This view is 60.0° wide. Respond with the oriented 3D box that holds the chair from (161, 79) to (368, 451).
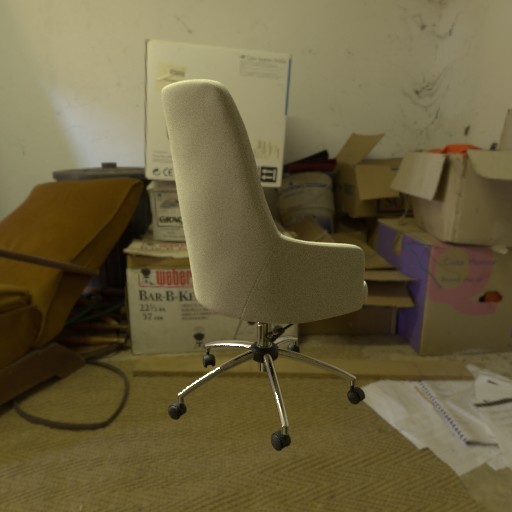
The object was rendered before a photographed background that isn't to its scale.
[{"bbox_3d":[0.000,0.000,1.475,0.640,1.049,0.620,-8,17,-27],"label":"chair"}]
